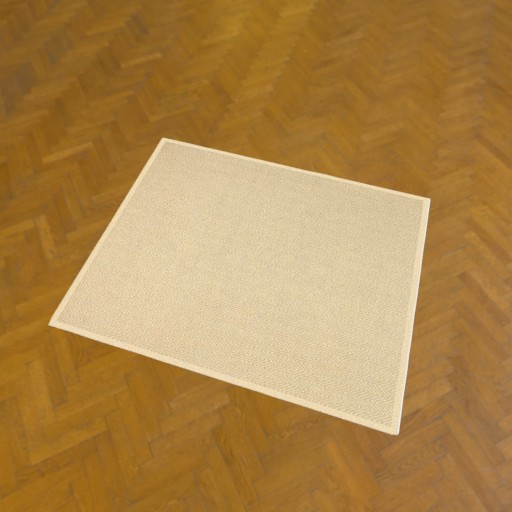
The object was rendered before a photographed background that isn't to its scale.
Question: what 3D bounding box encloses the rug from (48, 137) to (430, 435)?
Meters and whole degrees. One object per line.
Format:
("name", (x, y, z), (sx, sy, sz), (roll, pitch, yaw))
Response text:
("rug", (0.000, 0.000, 4.194), (3.009, 0.019, 2.423), (15, 59, 9))
